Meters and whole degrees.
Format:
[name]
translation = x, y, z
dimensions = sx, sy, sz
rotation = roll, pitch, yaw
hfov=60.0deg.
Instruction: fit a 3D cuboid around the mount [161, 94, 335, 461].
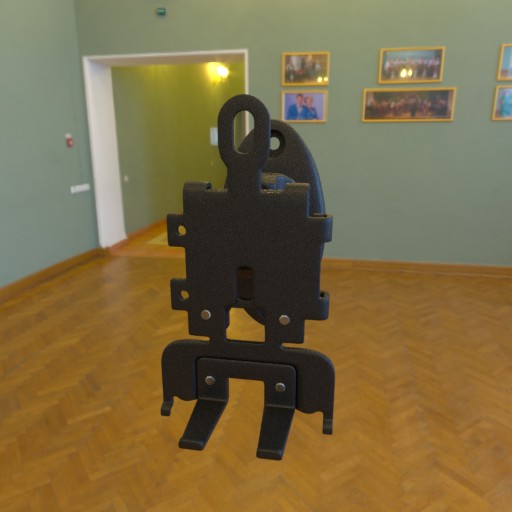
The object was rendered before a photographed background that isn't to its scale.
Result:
[mount]
translation = 0.000, 0.000, 0.177
dimensions = 0.066, 0.118, 0.100
rotation = 3, 15, 10
